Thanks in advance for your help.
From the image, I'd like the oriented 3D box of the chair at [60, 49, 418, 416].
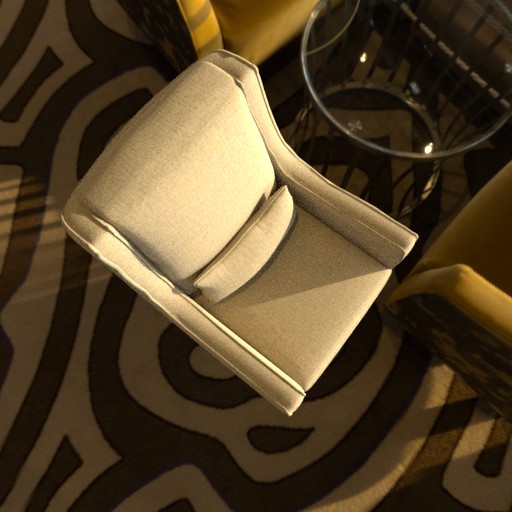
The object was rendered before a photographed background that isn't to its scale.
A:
[{"bbox_3d":[0.000,0.000,1.596,0.879,0.993,0.732,37,79,9],"label":"chair"}]
